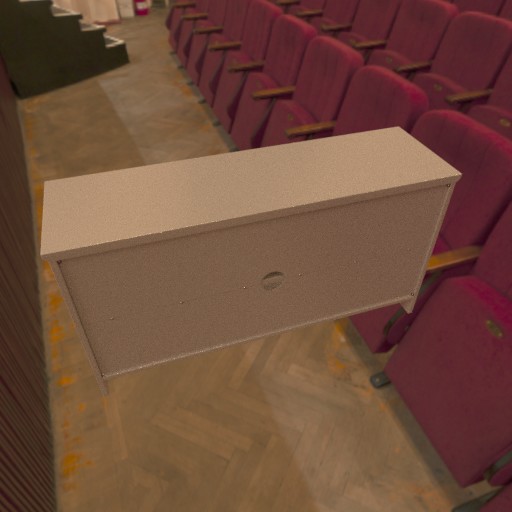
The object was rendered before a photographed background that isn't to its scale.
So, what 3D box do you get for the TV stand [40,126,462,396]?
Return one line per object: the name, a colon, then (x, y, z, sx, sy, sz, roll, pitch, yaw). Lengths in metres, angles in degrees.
TV stand: (0.000, 0.000, 1.487, 1.167, 0.603, 0.344, -12, 42, -14)
